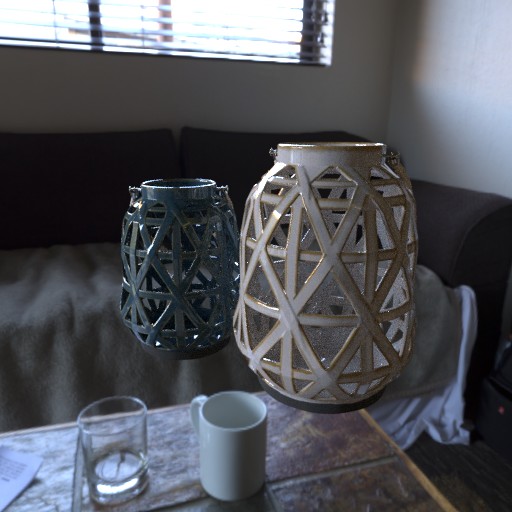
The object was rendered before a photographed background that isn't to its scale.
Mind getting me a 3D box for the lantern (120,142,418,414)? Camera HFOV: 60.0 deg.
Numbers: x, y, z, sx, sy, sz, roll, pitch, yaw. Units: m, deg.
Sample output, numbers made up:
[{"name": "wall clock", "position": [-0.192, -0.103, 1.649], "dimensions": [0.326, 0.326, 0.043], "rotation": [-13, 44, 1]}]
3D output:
[{"name": "lantern", "position": [0.000, 0.000, 0.617], "dimensions": [0.439, 0.307, 0.245], "rotation": [9, 18, 27]}]
